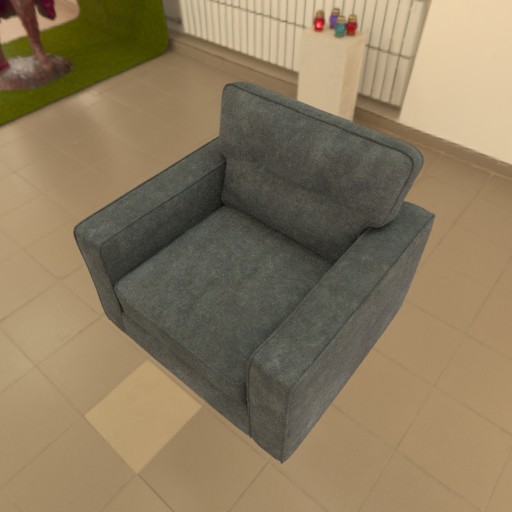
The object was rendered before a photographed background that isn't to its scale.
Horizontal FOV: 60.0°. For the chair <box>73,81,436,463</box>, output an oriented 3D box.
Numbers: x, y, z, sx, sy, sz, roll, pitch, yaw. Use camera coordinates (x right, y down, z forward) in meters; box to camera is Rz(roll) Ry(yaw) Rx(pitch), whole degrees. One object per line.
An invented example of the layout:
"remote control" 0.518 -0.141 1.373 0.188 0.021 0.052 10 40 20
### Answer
"chair" 0.000 0.000 1.738 1.015 0.965 0.939 31 54 26
